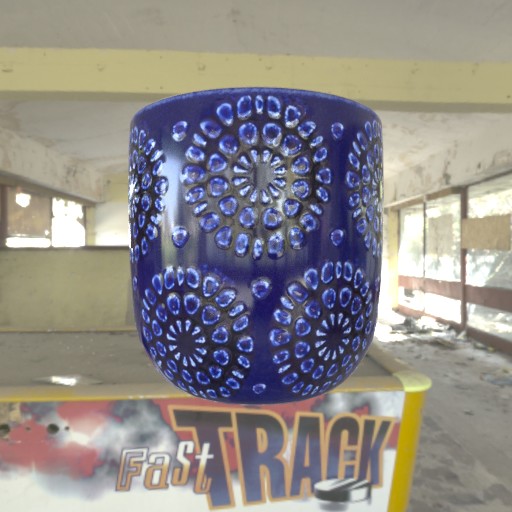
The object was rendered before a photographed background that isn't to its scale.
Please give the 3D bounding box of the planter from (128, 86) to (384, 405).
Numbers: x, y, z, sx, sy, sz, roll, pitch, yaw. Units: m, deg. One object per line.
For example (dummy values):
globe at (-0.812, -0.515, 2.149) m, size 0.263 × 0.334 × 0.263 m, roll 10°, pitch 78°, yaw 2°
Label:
planter at (0.000, 0.000, 0.197) m, size 0.109 × 0.112 × 0.109 m, roll 0°, pitch 0°, yaw 0°
